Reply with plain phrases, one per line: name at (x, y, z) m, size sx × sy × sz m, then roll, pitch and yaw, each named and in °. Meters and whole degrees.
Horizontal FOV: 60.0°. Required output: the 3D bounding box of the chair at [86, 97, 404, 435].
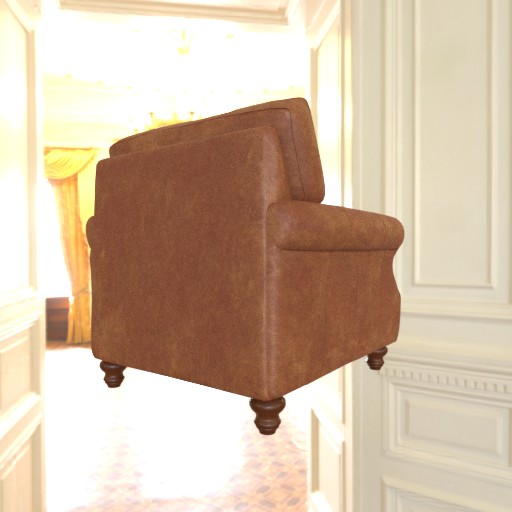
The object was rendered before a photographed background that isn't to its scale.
chair at (0.000, 0.000, 1.762) m, size 0.983 × 0.962 × 0.986 m, roll 1°, pitch 1°, yaw 36°
